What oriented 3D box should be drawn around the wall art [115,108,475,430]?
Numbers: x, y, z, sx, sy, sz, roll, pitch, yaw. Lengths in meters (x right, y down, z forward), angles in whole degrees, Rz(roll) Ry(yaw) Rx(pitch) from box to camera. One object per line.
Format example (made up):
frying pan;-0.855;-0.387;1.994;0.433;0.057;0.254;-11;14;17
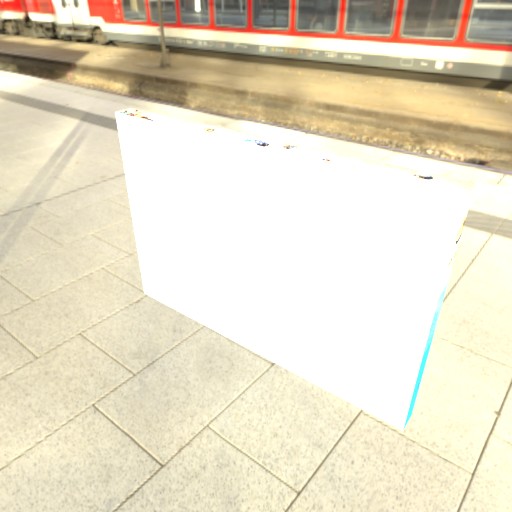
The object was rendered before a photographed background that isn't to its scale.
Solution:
wall art;0.000;0.000;1.119;0.894;0.595;0.057;21;37;31
